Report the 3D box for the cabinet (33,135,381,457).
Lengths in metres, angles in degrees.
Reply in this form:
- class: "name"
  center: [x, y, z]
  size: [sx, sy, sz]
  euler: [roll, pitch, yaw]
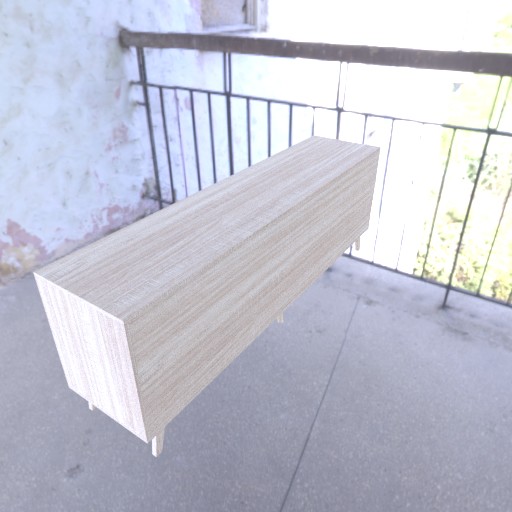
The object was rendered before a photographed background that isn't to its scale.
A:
- class: "cabinet"
  center: [0.000, 0.000, 2.509]
  size: [0.500, 0.780, 2.200]
  euler: [20, 36, 29]
